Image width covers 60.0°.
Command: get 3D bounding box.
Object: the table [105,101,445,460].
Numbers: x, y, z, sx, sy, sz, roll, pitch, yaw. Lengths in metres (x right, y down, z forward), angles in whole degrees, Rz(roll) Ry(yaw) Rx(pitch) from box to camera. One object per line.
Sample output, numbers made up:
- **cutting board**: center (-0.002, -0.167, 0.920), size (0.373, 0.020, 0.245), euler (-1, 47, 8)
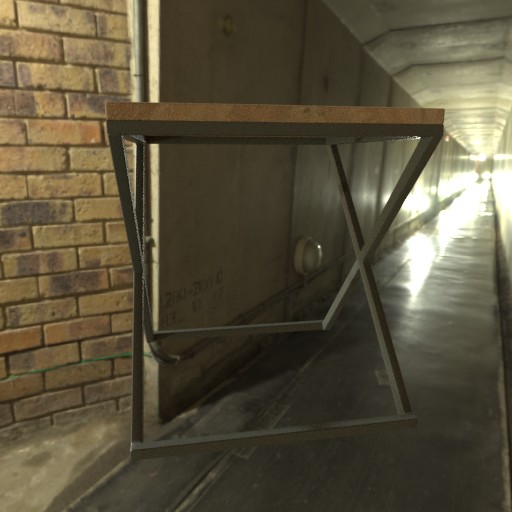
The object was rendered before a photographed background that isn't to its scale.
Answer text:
- **table**: center (0.000, 0.000, 0.928), size (0.499, 0.550, 0.498), euler (-2, 13, -10)
